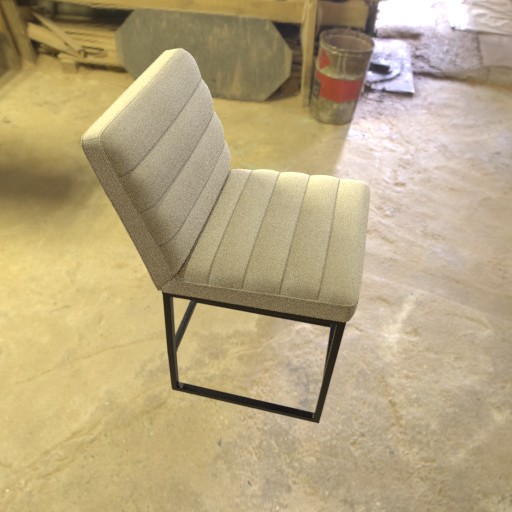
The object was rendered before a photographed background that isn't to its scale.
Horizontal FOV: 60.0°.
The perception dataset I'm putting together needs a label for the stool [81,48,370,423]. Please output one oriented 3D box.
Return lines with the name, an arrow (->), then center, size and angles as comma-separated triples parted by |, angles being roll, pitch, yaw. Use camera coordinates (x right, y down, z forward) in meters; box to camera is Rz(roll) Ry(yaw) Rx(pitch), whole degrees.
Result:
stool -> 0.000, 0.000, 1.236 | 0.560, 0.940, 0.460 | 10, 47, 9
